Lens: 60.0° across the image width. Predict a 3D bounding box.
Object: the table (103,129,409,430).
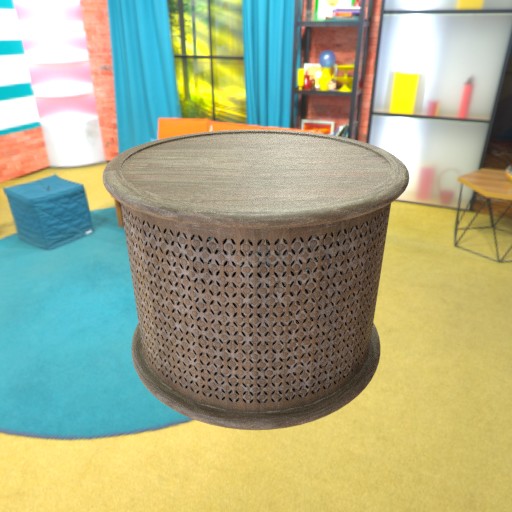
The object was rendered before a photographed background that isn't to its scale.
[{"bbox_3d":[0.000,0.000,1.016,0.607,0.450,0.607,0,28,0],"label":"table"}]
